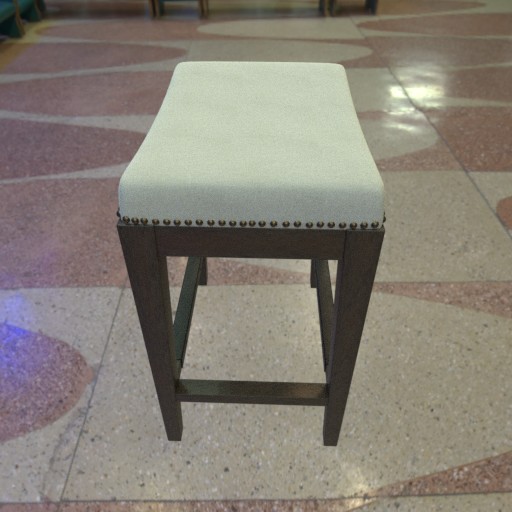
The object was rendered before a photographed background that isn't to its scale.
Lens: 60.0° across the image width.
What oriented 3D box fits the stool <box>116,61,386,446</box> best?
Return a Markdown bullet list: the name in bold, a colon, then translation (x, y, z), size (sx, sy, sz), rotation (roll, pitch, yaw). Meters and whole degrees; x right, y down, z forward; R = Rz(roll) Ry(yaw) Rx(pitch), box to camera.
- **stool**: translation (0.000, 0.000, 0.925), size (0.361, 0.642, 0.500), rotation (1, 41, 1)
